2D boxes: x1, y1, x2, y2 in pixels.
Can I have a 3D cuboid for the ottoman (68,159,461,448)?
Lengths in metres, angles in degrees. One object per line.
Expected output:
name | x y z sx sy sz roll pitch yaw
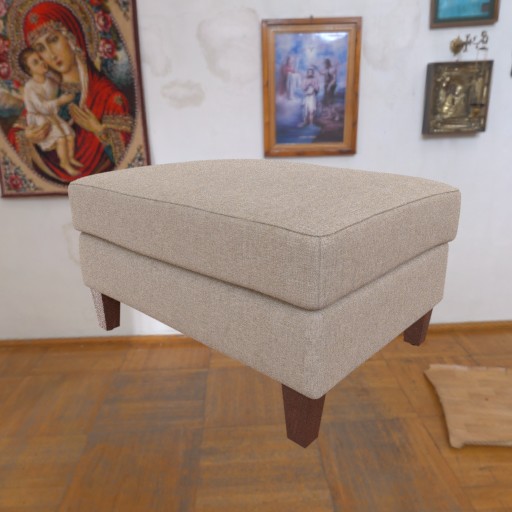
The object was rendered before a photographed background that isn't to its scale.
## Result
ottoman | 0.000 0.000 1.274 0.898 0.519 0.677 15 23 40
